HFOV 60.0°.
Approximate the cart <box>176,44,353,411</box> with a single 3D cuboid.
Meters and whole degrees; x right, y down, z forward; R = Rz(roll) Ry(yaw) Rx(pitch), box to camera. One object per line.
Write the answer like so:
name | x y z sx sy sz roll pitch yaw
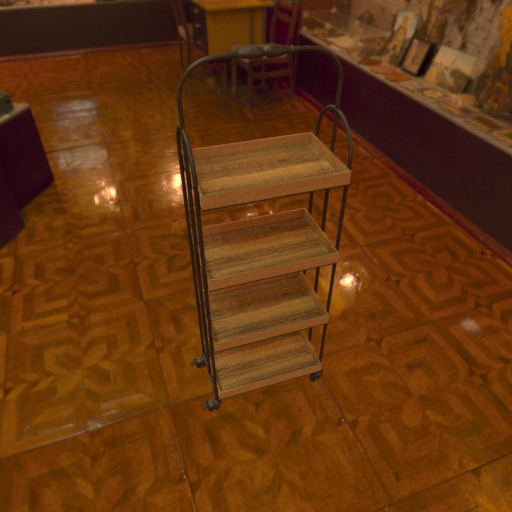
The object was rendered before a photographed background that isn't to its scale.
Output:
cart | 0.000 0.000 1.675 0.581 1.481 0.308 -12 41 -14
